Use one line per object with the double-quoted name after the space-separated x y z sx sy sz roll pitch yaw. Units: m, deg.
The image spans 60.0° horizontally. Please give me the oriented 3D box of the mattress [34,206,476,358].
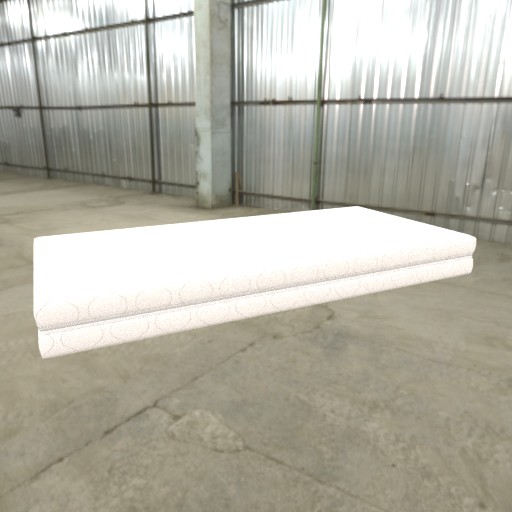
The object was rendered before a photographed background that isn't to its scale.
0.000 0.000 2.118 1.900 0.200 0.900 -8 18 -24 "mattress"
